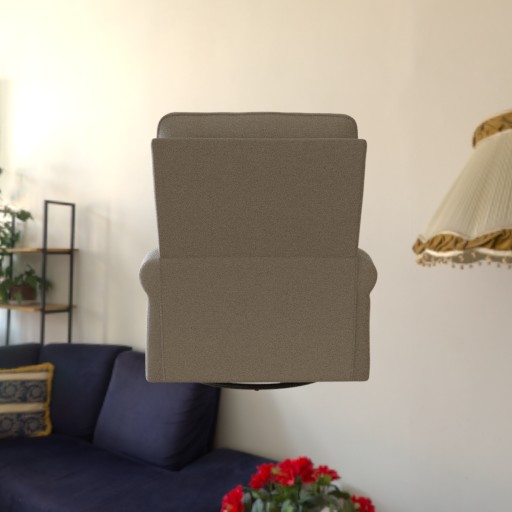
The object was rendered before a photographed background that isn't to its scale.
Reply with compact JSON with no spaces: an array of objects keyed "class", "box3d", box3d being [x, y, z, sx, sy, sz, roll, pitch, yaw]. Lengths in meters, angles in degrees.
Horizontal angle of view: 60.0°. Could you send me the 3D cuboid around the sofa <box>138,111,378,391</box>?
[{"class":"sofa","box3d":[0.000,0.000,2.100,0.880,0.959,1.478,0,-1,-1]}]
